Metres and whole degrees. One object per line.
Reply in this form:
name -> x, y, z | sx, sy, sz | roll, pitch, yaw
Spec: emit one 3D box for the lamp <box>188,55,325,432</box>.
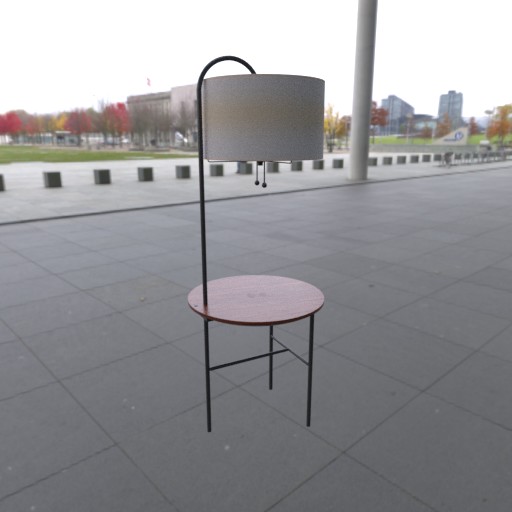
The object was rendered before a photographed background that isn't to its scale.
lamp -> 0.000, 0.000, 1.835 | 0.573, 1.517, 0.573 | 0, 15, 0
